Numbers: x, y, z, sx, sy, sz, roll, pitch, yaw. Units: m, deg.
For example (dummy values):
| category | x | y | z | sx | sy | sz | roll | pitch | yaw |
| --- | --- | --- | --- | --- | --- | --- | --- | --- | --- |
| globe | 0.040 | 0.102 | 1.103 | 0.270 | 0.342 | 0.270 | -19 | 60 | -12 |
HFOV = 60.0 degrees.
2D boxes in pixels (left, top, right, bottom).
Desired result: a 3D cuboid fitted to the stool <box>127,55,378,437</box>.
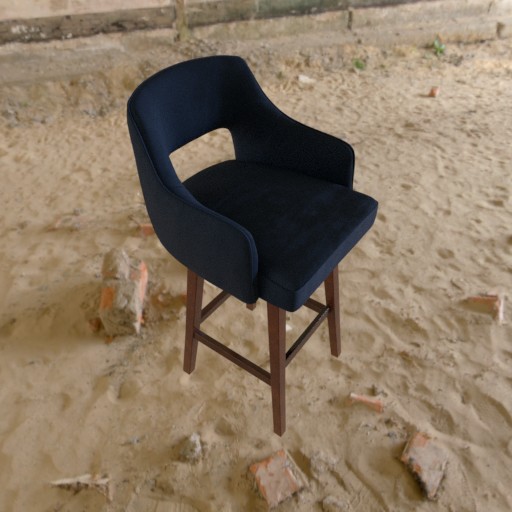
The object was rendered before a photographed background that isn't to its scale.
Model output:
| category | x | y | z | sx | sy | sz | roll | pitch | yaw |
| --- | --- | --- | --- | --- | --- | --- | --- | --- | --- |
| stool | 0.000 | 0.000 | 1.374 | 0.560 | 1.041 | 0.550 | 26 | 47 | 26 |
